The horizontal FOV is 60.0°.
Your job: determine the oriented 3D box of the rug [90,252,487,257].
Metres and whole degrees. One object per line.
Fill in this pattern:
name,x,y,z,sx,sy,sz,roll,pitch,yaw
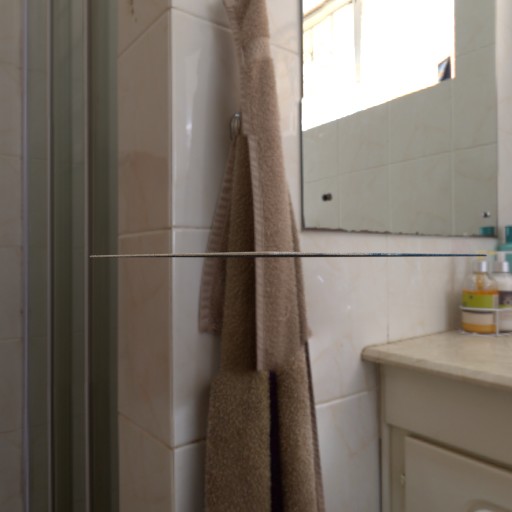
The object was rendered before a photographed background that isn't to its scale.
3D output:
rug,0.000,0.000,2.348,1.232,0.009,1.836,0,-1,-36
